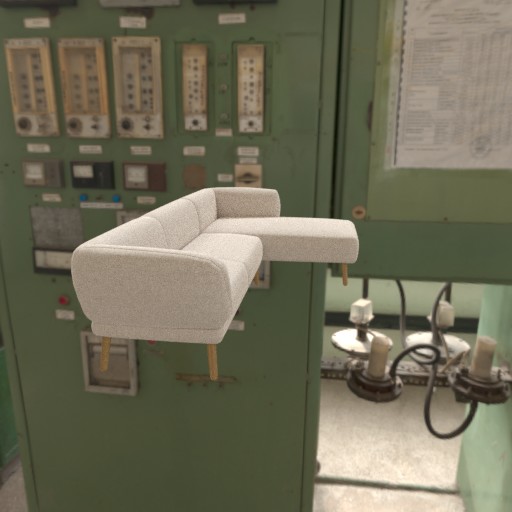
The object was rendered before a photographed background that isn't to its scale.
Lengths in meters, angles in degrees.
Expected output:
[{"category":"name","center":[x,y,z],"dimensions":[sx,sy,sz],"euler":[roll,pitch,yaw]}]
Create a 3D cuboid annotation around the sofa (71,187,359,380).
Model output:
[{"category":"sofa","center":[0.000,0.000,3.356],"dimensions":[1.610,0.730,2.660],"euler":[2,16,8]}]
